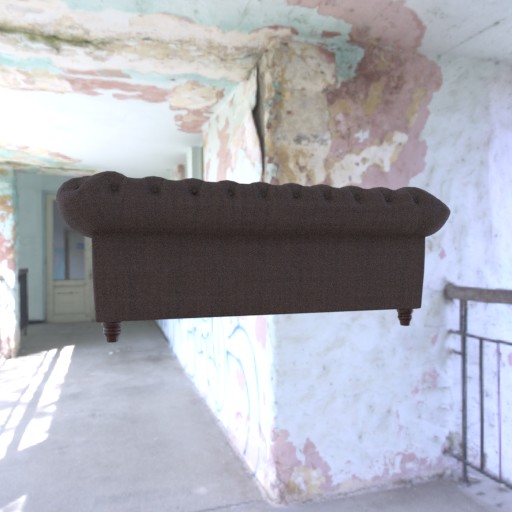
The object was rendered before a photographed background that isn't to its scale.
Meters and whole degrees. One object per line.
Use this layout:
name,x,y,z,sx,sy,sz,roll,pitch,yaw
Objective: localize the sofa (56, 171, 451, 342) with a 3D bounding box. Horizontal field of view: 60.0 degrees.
sofa,0.000,0.000,2.554,2.048,0.780,0.944,0,1,-17
